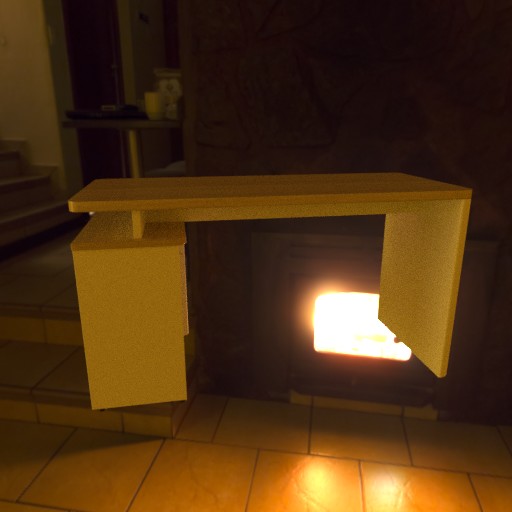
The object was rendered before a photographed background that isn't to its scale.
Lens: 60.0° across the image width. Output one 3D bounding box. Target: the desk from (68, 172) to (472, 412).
[{"bbox_3d":[0.000,0.000,2.138,1.400,0.770,1.175,-3,17,-10],"label":"desk"}]
